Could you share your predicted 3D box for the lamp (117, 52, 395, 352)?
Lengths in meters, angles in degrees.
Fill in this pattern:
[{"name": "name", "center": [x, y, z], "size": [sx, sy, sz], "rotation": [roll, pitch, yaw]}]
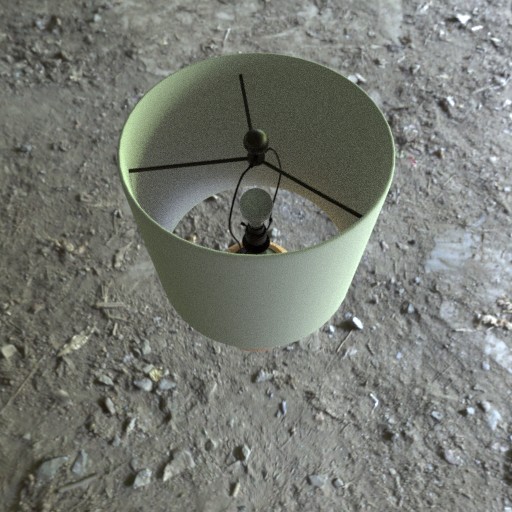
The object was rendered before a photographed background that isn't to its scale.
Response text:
[{"name": "lamp", "center": [0.000, 0.000, 0.761], "size": [0.329, 0.570, 0.329], "rotation": [0, 60, 0]}]
